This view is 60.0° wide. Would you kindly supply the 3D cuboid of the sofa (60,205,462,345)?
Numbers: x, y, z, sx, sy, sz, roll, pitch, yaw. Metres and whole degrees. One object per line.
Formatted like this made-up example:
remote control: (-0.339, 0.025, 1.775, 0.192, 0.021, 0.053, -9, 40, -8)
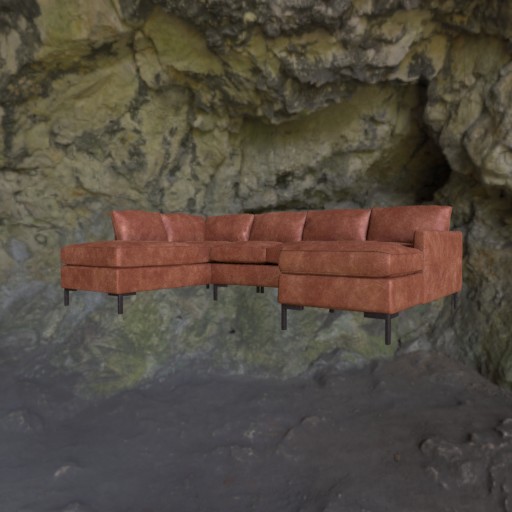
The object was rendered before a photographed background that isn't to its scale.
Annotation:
sofa: (0.000, 0.000, 3.851, 2.956, 0.900, 1.939, 1, 2, 36)
